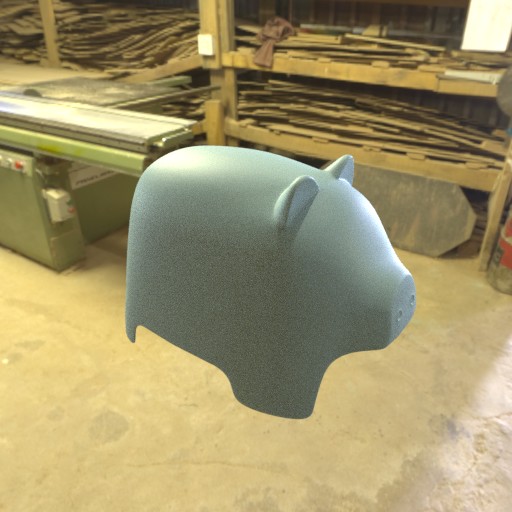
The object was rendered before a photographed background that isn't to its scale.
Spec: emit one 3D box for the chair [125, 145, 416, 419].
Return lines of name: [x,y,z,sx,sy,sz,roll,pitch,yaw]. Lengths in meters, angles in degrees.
chair: [0.000,0.000,0.878,0.619,0.423,0.364,20,35,32]
